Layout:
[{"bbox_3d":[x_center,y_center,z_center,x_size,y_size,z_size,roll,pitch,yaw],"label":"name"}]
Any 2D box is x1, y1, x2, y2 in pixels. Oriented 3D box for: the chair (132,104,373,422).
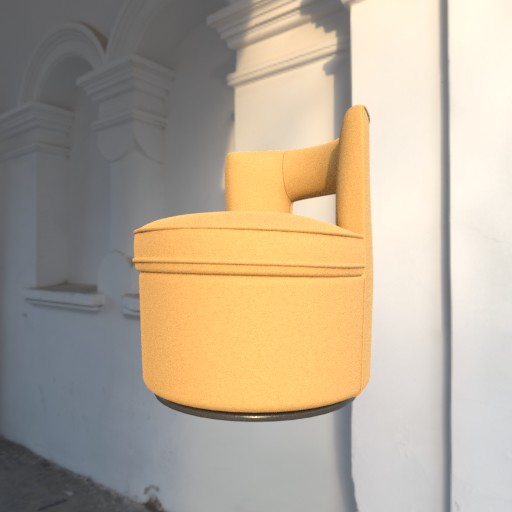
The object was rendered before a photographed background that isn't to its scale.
[{"bbox_3d":[0.000,0.000,1.229,0.665,0.723,0.650,0,-1,-35],"label":"chair"}]
